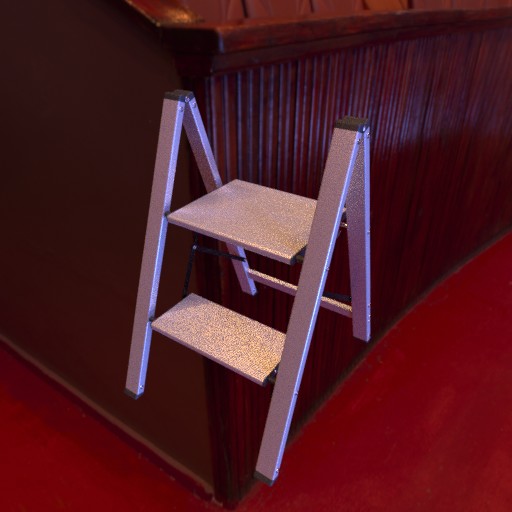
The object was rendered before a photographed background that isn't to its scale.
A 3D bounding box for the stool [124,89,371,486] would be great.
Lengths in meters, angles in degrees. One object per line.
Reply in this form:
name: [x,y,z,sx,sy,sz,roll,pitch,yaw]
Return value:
stool: [0.000,0.000,1.008,0.440,0.670,0.535,20,37,28]
